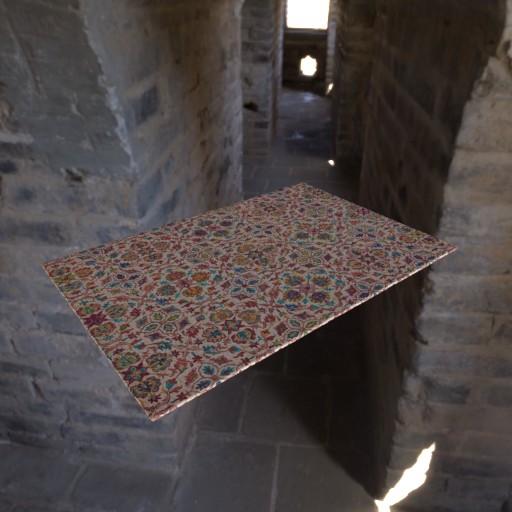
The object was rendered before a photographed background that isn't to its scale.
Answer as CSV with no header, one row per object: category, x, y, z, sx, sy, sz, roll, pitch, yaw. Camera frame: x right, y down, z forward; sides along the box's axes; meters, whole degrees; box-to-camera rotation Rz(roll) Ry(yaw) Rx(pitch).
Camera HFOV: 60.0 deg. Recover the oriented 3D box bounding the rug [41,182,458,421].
rug,0.000,0.000,2.928,2.297,0.018,1.541,-22,37,-32
